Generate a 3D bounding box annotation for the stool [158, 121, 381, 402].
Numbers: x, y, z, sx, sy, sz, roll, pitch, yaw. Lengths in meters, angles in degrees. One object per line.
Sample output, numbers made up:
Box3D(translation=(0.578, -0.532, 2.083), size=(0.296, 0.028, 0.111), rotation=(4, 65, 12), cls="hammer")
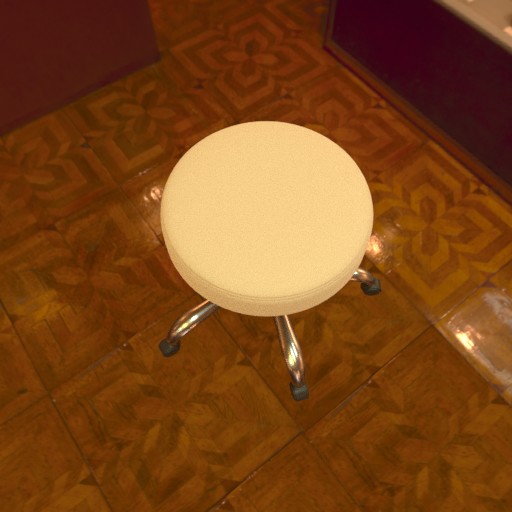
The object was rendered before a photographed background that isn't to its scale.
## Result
Box3D(translation=(0.000, 0.000, 1.062), size=(0.614, 0.482, 0.634), rotation=(-32, 67, -15), cls="stool")
